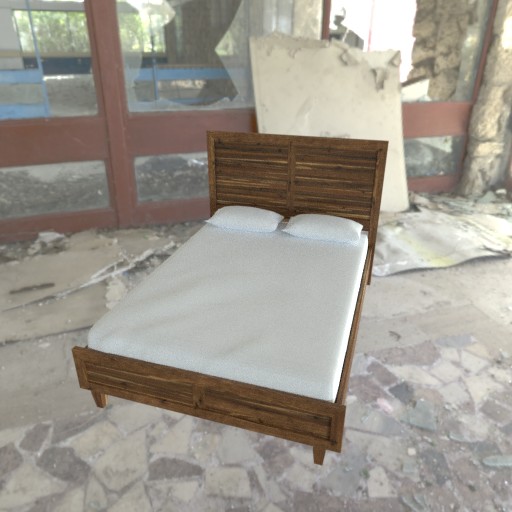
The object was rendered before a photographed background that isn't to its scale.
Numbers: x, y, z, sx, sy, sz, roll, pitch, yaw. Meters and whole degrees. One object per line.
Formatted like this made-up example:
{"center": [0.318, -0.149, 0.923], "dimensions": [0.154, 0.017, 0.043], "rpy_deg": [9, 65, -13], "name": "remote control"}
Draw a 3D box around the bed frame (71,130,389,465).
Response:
{"center": [0.000, 0.000, 3.402], "dimensions": [1.696, 1.417, 2.276], "rpy_deg": [8, 27, 16], "name": "bed frame"}
